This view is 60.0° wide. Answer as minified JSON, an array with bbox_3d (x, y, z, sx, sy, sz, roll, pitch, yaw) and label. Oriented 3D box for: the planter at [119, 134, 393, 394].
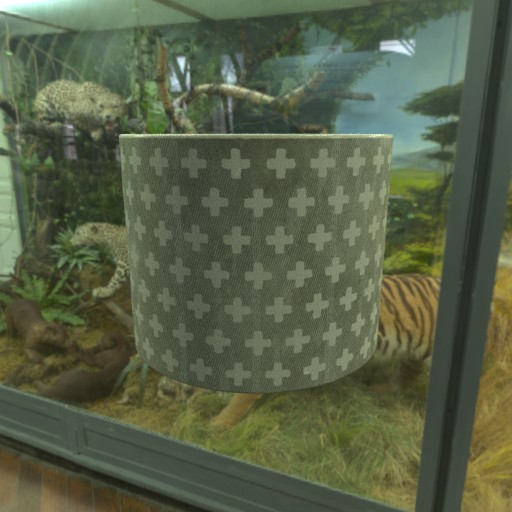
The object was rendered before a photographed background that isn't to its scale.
[{"bbox_3d":[0.000,0.000,0.343,0.190,0.181,0.190,0,15,0],"label":"planter"}]
